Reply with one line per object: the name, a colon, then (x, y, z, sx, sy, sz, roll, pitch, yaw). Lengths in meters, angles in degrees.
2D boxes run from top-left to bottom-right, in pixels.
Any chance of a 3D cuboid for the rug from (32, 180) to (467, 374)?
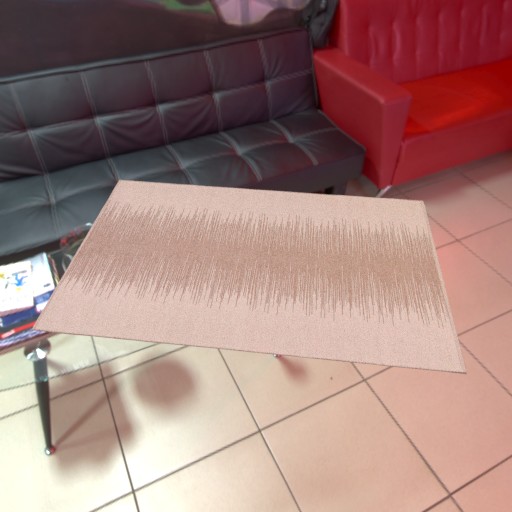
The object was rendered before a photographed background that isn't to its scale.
rug: (0.000, 0.000, 3.000, 2.440, 0.012, 1.522, 5, 45, 5)
